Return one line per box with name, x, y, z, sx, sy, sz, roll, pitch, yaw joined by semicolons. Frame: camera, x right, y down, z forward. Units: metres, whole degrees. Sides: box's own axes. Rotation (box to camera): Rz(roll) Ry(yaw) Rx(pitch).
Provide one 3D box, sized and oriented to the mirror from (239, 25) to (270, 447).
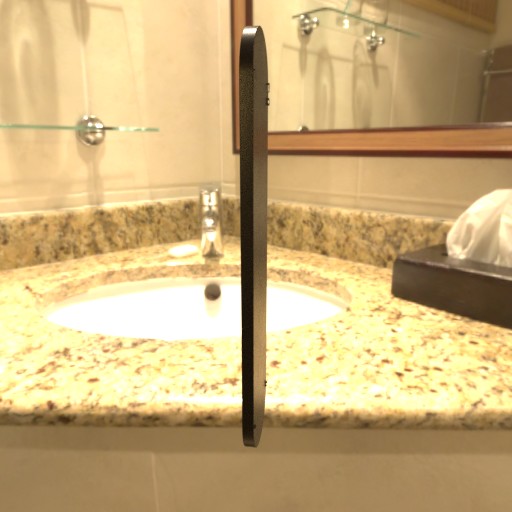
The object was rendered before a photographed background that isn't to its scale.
mirror;0.000;0.000;1.053;0.032;0.991;0.222;2;14;9
